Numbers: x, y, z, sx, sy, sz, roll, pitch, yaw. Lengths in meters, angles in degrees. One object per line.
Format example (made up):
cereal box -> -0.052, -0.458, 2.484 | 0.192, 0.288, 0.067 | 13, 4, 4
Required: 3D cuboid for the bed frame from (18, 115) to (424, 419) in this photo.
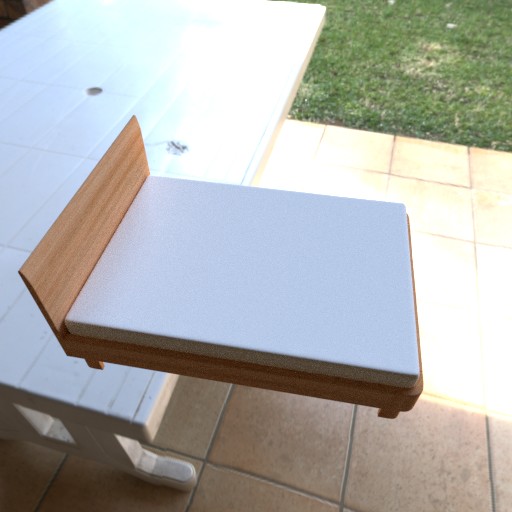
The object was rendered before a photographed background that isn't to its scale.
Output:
bed frame -> 0.000, 0.000, 2.778 | 1.992, 0.940, 1.472 | 7, 47, 7
